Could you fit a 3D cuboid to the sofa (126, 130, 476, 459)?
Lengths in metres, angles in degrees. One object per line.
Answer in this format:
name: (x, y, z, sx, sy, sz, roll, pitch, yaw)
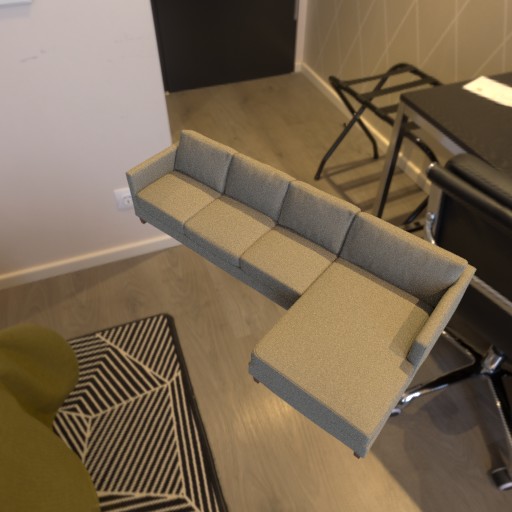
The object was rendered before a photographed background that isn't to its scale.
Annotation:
sofa: (0.000, 0.000, 3.920, 3.186, 0.861, 1.625, 30, 53, 26)
